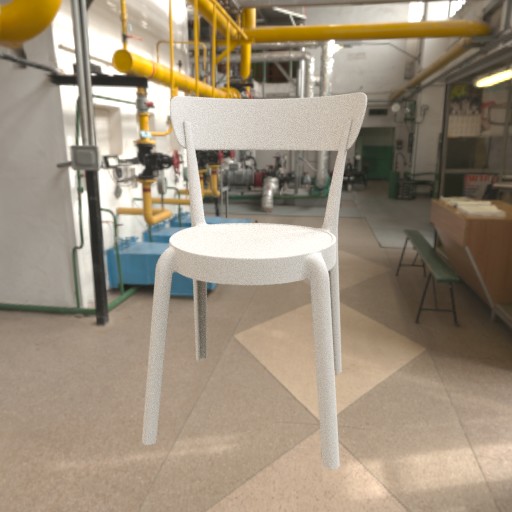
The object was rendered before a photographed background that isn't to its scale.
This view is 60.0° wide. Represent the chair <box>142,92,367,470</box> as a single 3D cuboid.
[{"bbox_3d":[0.000,0.000,1.108,0.506,0.790,0.491,3,15,10],"label":"chair"}]
